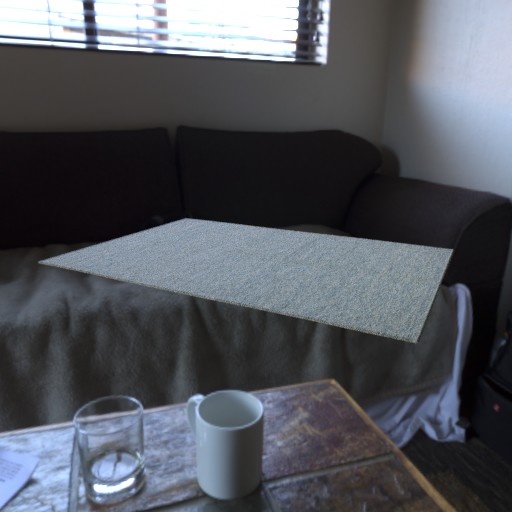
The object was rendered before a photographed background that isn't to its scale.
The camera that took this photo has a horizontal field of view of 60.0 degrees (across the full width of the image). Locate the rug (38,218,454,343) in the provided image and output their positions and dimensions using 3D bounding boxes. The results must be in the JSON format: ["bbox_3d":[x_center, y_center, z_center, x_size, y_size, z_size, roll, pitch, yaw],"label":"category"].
[{"bbox_3d":[0.000,0.000,2.924,2.283,0.013,1.547,9,18,27],"label":"rug"}]
